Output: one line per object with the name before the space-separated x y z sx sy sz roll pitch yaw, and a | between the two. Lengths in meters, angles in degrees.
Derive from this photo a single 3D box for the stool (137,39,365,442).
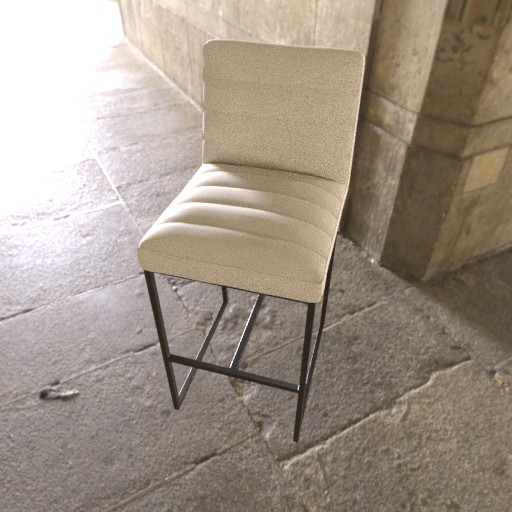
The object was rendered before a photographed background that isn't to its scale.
stool | 0.000 0.000 1.338 0.464 1.061 0.573 10 41 12
